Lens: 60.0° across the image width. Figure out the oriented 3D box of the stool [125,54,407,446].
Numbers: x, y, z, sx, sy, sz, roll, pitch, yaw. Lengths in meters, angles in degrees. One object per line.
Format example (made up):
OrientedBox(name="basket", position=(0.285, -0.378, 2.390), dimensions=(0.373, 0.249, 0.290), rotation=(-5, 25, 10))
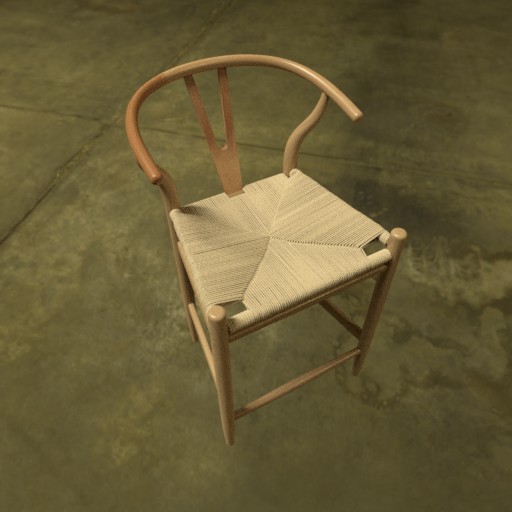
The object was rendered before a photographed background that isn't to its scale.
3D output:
OrientedBox(name="stool", position=(0.000, 0.000, 1.277), dimensions=(0.536, 0.923, 0.575), rotation=(-22, 50, -20))
